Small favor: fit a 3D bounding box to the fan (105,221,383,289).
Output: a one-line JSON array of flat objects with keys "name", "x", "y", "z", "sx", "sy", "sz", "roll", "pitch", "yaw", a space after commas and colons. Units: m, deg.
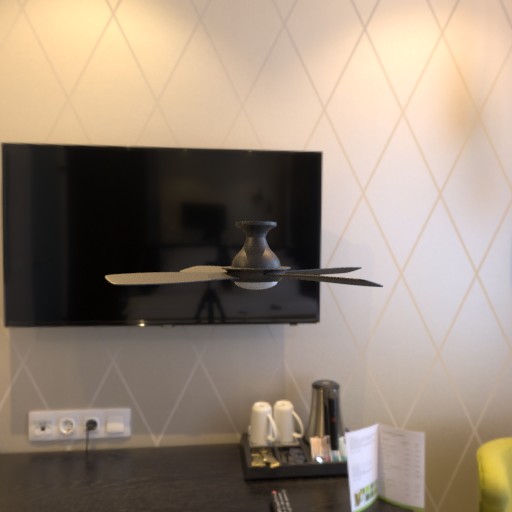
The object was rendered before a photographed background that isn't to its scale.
[{"name": "fan", "x": 0.000, "y": 0.000, "z": 2.540, "sx": 1.694, "sy": 0.382, "sz": 1.694, "roll": -1, "pitch": 1, "yaw": -36}]
